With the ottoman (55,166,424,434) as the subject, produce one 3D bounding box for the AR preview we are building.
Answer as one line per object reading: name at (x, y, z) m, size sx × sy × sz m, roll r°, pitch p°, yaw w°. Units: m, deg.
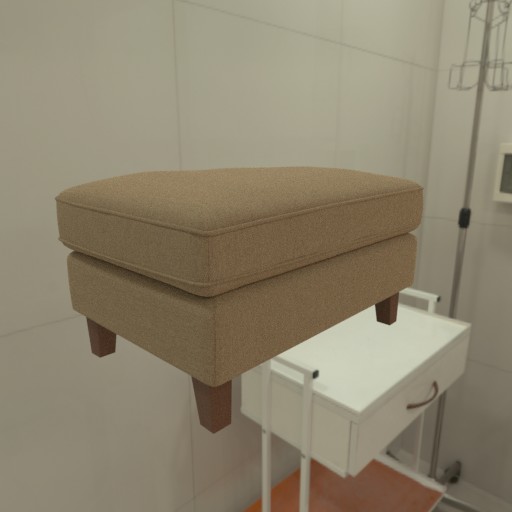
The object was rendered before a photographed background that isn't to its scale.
ottoman at (0.000, 0.000, 1.327) m, size 0.636 × 0.521 × 0.945 m, roll 13°, pitch 20°, yaw 42°
